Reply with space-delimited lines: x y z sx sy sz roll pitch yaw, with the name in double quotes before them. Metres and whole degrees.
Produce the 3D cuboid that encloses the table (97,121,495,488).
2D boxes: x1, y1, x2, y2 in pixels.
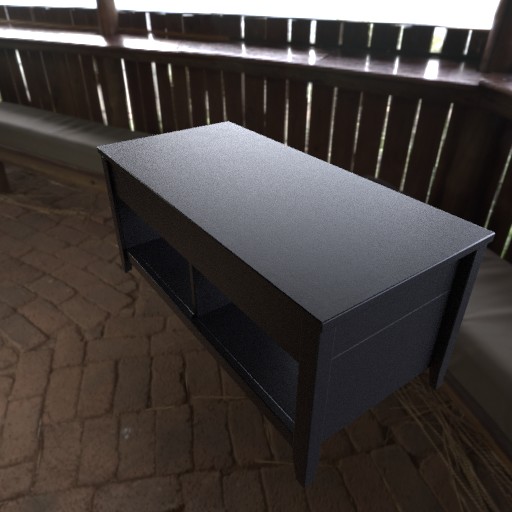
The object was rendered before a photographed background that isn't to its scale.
"table" 0.000 0.000 1.262 0.483 0.457 1.016 -21 38 -30
